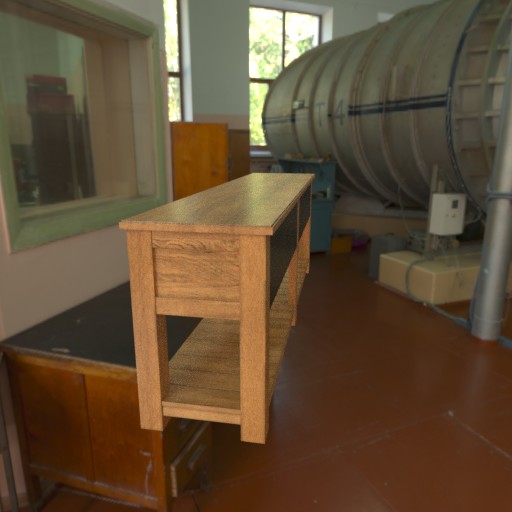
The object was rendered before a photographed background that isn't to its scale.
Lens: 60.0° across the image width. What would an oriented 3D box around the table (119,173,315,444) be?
[{"bbox_3d":[0.000,0.000,2.069,0.425,0.635,1.815,3,15,10],"label":"table"}]
